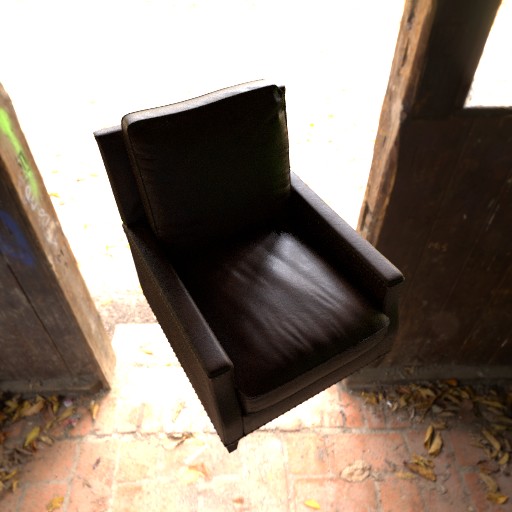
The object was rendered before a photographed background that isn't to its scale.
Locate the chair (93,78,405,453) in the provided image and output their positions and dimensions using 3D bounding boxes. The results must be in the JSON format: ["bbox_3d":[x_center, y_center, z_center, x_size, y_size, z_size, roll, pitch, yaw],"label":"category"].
[{"bbox_3d":[0.000,0.000,1.841,0.854,1.054,1.035,-23,50,-21],"label":"chair"}]
